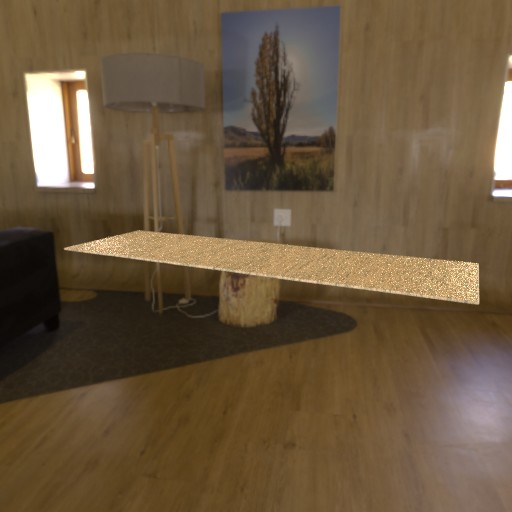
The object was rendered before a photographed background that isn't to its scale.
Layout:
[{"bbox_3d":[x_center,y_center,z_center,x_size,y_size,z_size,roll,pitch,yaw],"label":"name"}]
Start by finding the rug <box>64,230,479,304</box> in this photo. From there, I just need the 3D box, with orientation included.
[{"bbox_3d":[0.000,0.000,2.536,2.290,0.014,0.700,6,15,25],"label":"rug"}]
